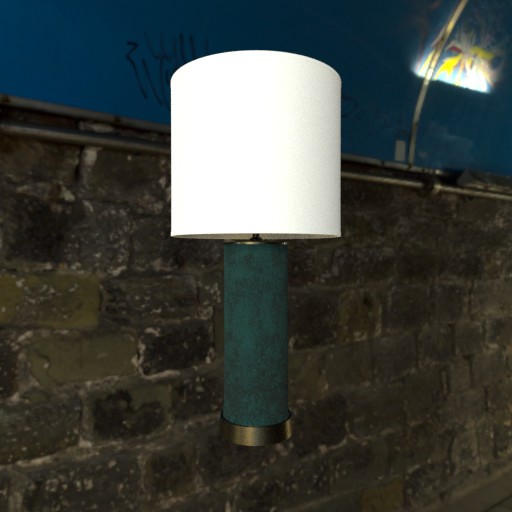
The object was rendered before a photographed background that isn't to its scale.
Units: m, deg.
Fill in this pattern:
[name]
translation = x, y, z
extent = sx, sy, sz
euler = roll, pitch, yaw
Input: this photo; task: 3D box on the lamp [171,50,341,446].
[lamp]
translation = 0.000, 0.000, 0.799
extent = 0.301, 0.630, 0.301
euler = 0, 1, -18
